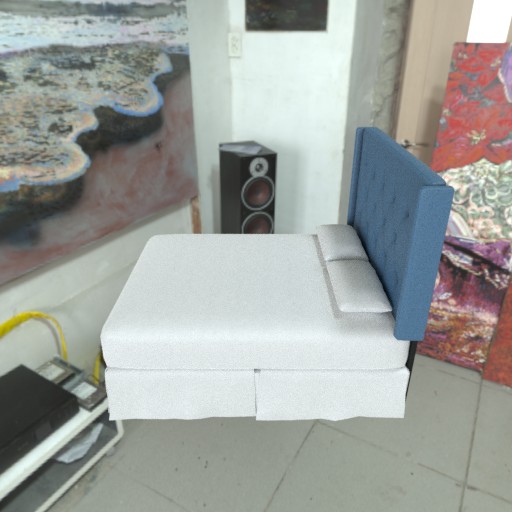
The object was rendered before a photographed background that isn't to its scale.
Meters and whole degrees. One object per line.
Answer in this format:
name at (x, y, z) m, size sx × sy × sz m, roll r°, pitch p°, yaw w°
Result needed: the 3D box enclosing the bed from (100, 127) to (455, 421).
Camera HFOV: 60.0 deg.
bed at (0.000, 0.000, 3.406) m, size 2.078 × 1.665 × 1.719 m, roll 0°, pitch 27°, yaw 0°
